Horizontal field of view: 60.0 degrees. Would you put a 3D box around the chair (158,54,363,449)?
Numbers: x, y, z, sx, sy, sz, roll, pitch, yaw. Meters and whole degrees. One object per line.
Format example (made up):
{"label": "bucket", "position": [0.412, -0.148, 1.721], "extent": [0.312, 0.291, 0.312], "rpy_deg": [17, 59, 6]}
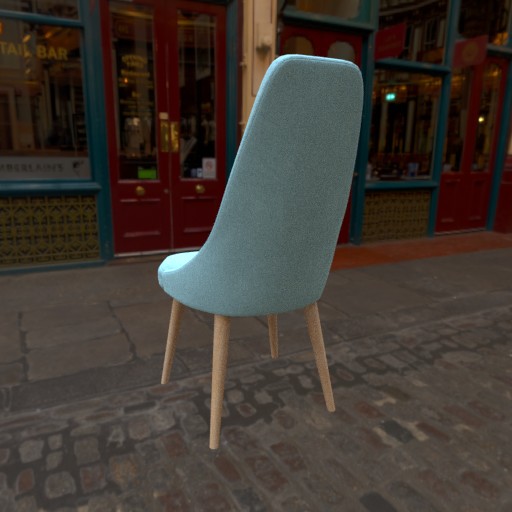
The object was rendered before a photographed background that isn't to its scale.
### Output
{"label": "chair", "position": [0.000, 0.000, 1.379], "extent": [0.510, 1.040, 0.660], "rpy_deg": [-7, 14, -26]}
